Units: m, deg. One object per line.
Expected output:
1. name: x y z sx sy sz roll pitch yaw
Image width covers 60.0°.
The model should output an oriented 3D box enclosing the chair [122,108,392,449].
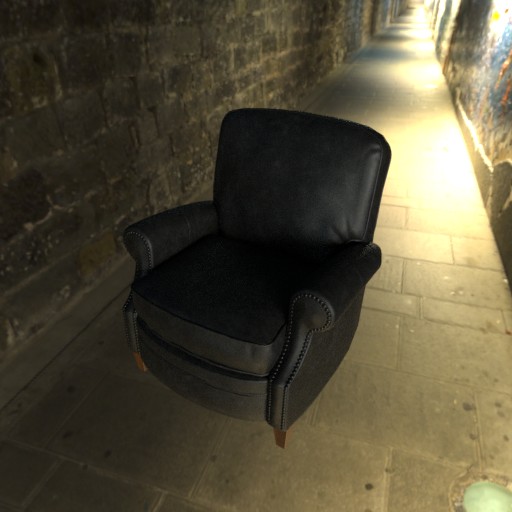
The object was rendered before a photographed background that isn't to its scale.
1. chair: 0.000 0.000 1.794 0.936 1.018 0.986 19 35 28
